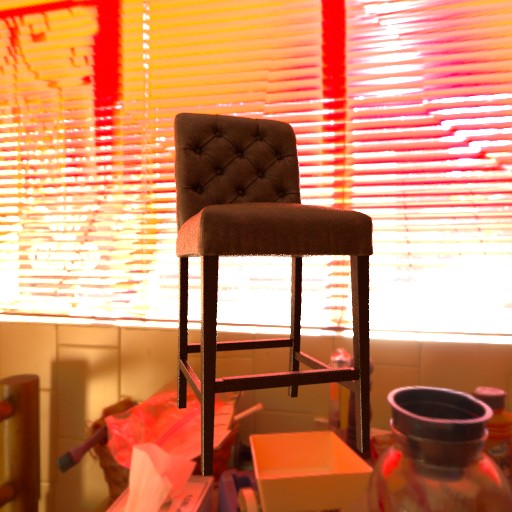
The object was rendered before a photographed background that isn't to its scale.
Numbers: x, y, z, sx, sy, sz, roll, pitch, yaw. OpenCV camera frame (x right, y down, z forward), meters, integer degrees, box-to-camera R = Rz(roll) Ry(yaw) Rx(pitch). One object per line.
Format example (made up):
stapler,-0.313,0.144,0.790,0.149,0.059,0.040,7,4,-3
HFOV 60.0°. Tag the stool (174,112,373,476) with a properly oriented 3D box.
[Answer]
stool,0.000,0.000,1.456,0.486,1.084,0.660,0,0,-17
